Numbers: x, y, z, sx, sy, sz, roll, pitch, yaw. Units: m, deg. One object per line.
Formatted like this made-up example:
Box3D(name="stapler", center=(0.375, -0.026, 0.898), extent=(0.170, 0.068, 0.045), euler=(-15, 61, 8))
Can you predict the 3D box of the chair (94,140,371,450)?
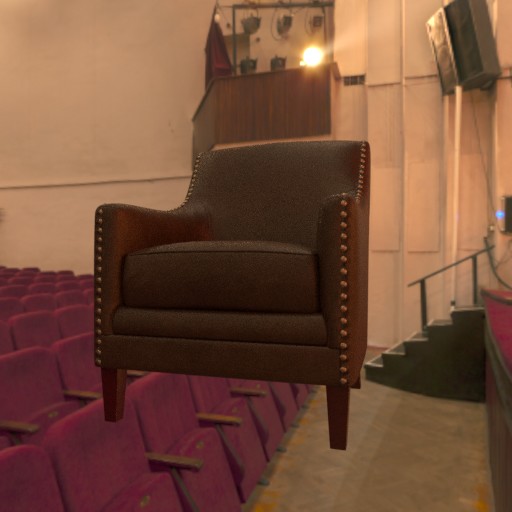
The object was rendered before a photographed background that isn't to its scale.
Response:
Box3D(name="chair", center=(0.000, 0.000, 1.313), extent=(0.639, 0.813, 0.704), euler=(0, 0, 17))
